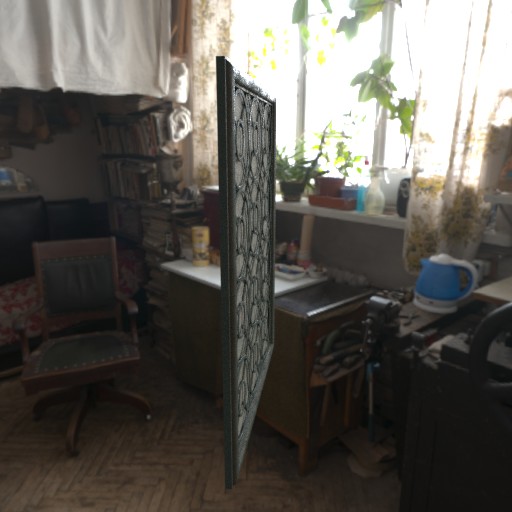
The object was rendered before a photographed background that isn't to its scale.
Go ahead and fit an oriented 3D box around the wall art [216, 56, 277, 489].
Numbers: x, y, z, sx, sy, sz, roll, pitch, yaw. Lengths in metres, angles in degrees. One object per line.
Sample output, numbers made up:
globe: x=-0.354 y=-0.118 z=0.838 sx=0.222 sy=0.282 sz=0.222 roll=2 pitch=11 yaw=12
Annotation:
wall art: x=0.000 y=0.000 z=1.327 sx=0.030 sy=0.983 sz=0.767 roll=2 pitch=15 yaw=9
